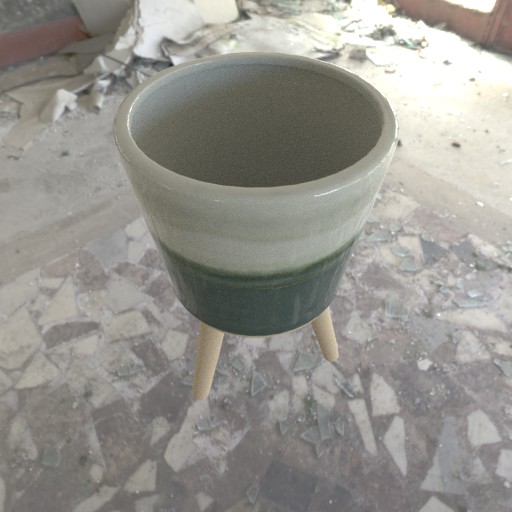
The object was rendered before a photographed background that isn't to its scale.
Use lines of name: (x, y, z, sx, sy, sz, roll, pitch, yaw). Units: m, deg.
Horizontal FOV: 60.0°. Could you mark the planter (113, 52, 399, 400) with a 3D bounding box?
planter: (0.000, 0.000, 0.461, 0.217, 0.331, 0.217, -3, 47, -3)
